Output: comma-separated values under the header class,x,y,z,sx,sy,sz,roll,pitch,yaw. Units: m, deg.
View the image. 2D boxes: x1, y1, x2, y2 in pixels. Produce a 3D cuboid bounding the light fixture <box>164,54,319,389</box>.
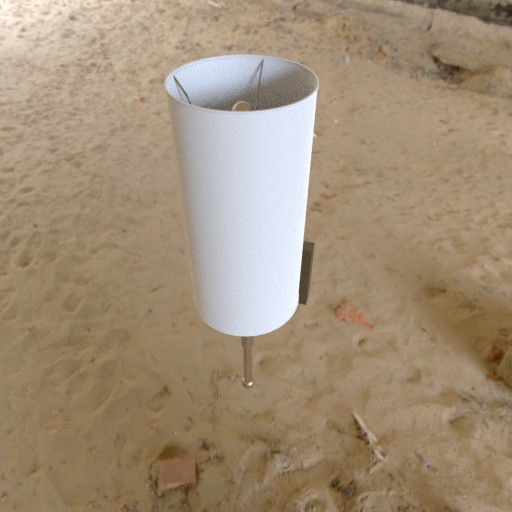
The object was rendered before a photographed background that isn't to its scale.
class,x,y,z,sx,sy,sz,roll,pitch,yaw
light fixture,0.000,0.000,0.551,0.128,0.462,0.208,12,43,13
